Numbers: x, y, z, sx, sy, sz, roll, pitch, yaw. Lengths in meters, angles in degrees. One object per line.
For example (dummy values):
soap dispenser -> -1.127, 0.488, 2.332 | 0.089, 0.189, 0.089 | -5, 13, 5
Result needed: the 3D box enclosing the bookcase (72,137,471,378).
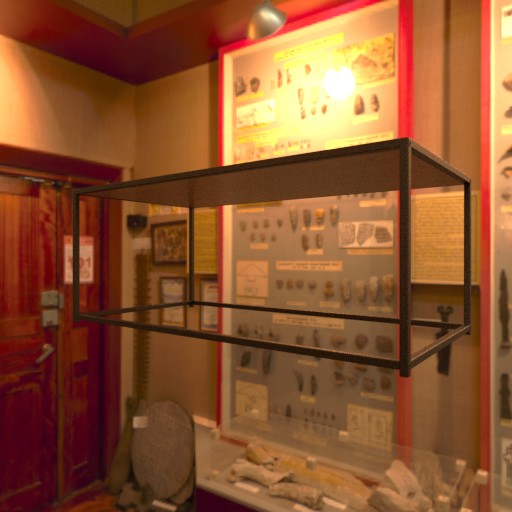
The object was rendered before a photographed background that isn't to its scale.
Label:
bookcase -> 0.000, 0.000, 1.230 | 1.000, 0.400, 0.500 | 0, 0, 37
